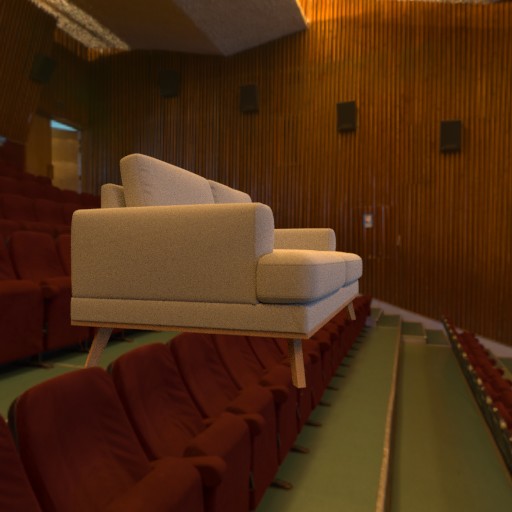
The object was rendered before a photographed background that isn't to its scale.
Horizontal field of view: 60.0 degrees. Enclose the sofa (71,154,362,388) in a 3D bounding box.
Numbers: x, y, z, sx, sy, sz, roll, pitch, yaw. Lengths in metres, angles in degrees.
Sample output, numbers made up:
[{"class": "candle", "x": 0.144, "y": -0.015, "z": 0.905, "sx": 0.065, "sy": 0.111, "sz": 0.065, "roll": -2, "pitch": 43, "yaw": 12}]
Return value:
[{"class": "sofa", "x": 0.000, "y": 0.000, "z": 2.229, "sx": 0.915, "sy": 0.810, "sz": 1.651, "roll": 0, "pitch": 0, "yaw": 18}]
